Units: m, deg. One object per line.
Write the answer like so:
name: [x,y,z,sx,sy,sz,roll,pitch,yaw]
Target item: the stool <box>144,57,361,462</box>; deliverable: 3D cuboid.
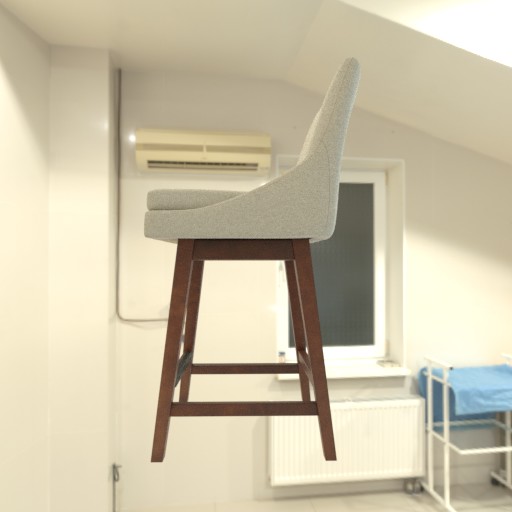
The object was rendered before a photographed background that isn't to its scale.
stool: [0.000,0.000,1.302,0.559,0.991,0.469,0,0,-1]
